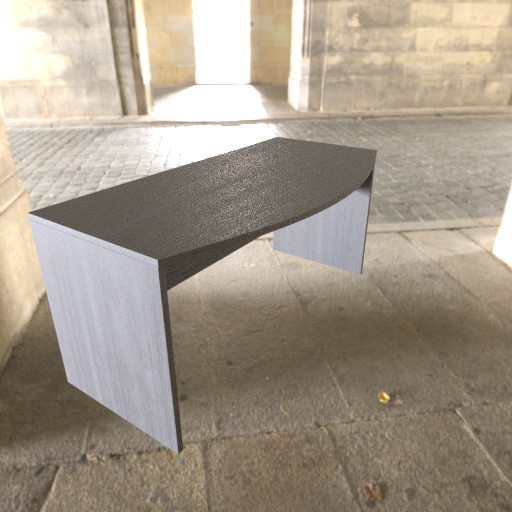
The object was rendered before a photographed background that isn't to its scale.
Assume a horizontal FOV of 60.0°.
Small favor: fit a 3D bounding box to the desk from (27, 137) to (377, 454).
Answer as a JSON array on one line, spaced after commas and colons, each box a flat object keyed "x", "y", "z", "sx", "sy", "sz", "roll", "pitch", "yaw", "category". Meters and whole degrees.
[{"x": 0.000, "y": 0.000, "z": 2.070, "sx": 0.802, "sy": 0.750, "sz": 1.600, "roll": 17, "pitch": 31, "yaw": 31, "category": "desk"}]
